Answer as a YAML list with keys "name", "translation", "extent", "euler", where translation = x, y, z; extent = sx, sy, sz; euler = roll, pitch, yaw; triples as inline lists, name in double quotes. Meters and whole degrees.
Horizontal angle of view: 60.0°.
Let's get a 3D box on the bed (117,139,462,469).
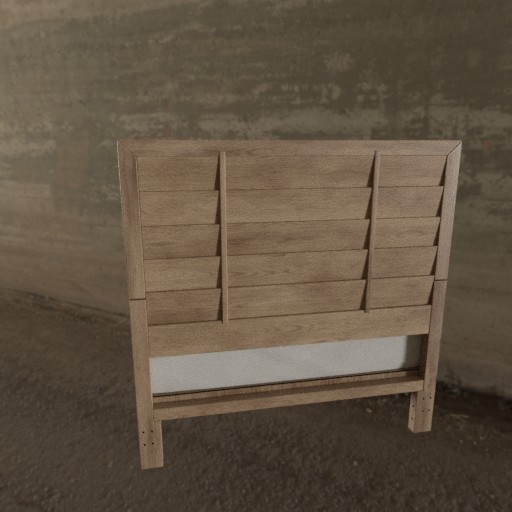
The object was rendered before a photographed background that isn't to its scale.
- name: "bed"
  translation: [0.000, 0.000, 3.253]
  extent: [1.626, 1.626, 2.197]
  euler: [-3, 14, -11]
